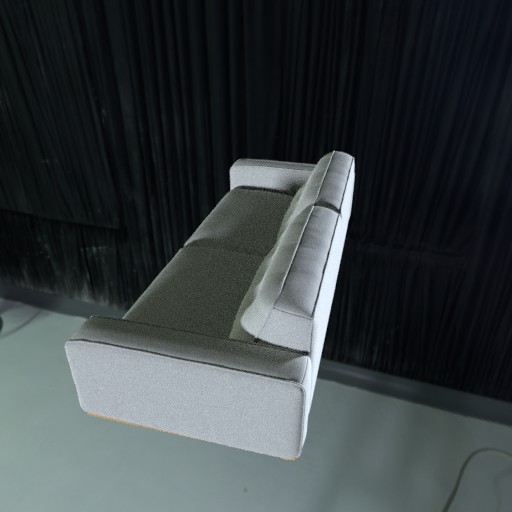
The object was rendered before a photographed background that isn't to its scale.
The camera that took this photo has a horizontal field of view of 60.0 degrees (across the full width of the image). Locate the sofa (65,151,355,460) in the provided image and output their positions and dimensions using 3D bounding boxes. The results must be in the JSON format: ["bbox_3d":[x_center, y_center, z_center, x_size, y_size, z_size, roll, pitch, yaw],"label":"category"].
[{"bbox_3d":[0.000,0.000,2.606,0.956,0.781,2.270,8,32,13],"label":"sofa"}]
